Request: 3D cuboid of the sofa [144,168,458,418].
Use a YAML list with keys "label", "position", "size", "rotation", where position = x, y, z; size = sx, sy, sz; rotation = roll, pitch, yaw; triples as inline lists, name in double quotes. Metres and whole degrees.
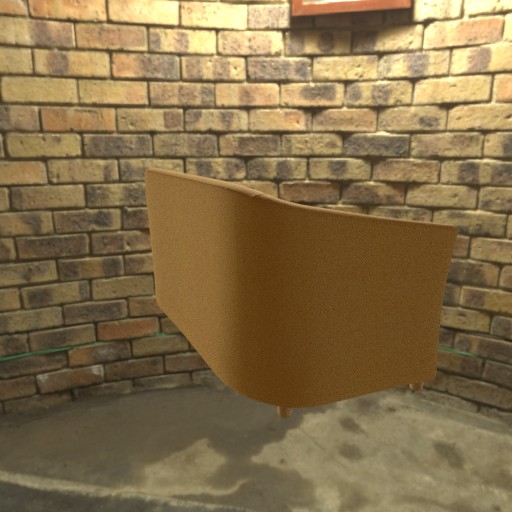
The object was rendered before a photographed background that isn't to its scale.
- label: "sofa"
  position: [0.000, 0.000, 1.910]
  size: [0.705, 0.721, 1.452]
  rotation: [-7, 16, -26]
